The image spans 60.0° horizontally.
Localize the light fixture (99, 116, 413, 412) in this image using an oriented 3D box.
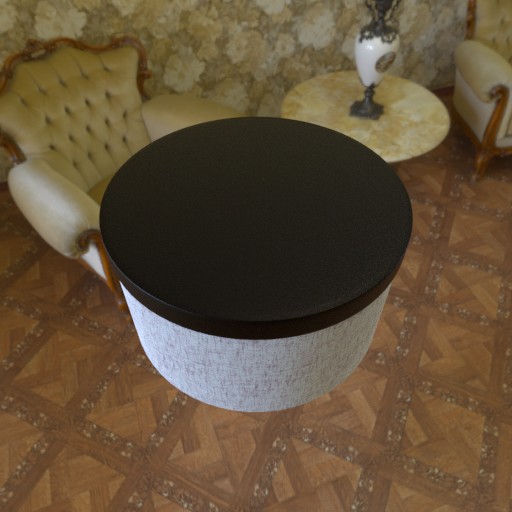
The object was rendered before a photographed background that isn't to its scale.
[{"bbox_3d":[0.000,0.000,0.647,0.389,0.229,0.389,0,47,0],"label":"light fixture"}]
